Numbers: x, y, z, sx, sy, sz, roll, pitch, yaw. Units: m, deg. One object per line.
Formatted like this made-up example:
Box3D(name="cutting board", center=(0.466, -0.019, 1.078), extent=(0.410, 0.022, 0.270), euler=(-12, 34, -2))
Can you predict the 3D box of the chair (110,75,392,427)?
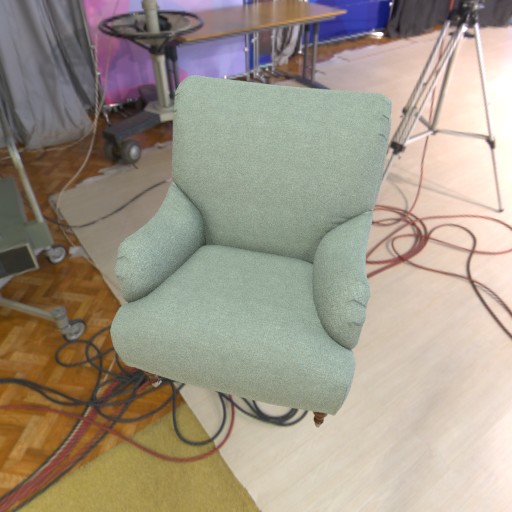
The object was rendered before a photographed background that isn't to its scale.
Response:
Box3D(name="chair", center=(0.000, 0.000, 1.925), extent=(0.964, 1.178, 1.060), euler=(10, 42, 11))
